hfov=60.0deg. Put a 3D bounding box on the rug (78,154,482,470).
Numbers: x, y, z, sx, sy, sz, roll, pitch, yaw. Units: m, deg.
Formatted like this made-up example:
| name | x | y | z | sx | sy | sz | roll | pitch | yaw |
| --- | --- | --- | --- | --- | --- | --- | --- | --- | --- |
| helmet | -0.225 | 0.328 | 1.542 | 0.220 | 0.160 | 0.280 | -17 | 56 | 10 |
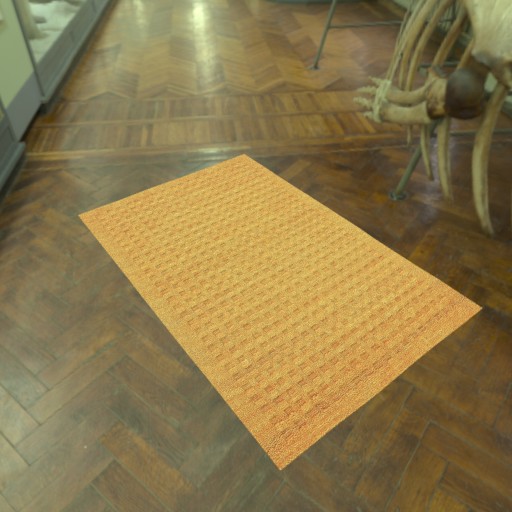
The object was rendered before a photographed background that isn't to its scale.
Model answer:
| name | x | y | z | sx | sy | sz | roll | pitch | yaw |
| --- | --- | --- | --- | --- | --- | --- | --- | --- | --- |
| rug | 0.000 | 0.000 | 2.186 | 1.143 | 0.006 | 1.747 | -27 | 48 | -27 |
